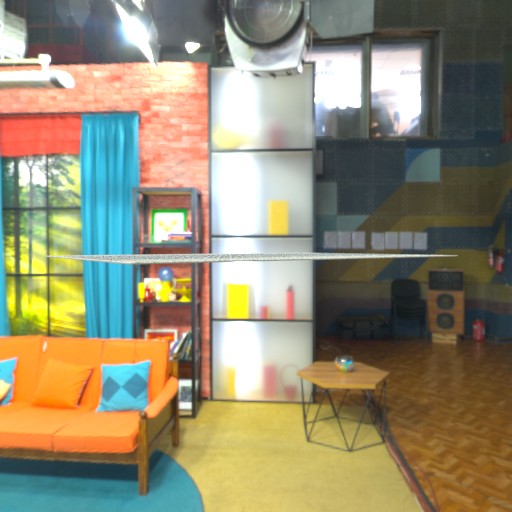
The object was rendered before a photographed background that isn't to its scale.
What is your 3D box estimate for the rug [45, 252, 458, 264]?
[{"bbox_3d":[0.000,0.000,2.353,1.828,0.005,1.219,-1,2,-36],"label":"rug"}]
